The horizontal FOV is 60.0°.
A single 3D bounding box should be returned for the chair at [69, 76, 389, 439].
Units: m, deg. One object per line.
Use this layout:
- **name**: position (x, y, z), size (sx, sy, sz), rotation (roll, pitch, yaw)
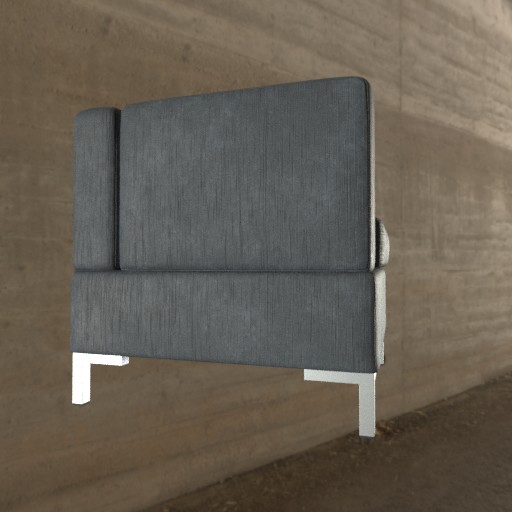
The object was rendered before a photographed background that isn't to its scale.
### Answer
- **chair**: position (0.000, 0.000, 1.187), size (0.680, 0.660, 0.680), rotation (0, -1, 17)
